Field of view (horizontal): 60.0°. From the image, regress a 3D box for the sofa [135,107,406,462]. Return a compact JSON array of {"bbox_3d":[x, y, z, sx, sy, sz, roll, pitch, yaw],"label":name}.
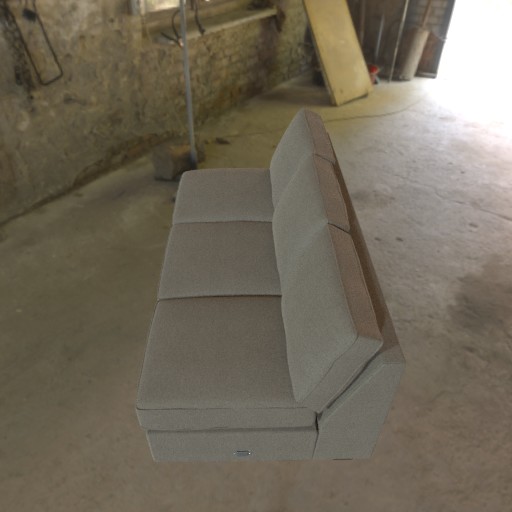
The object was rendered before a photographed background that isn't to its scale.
[{"bbox_3d":[0.000,0.000,2.690,1.127,1.036,2.092,-1,40,-1],"label":"sofa"}]
